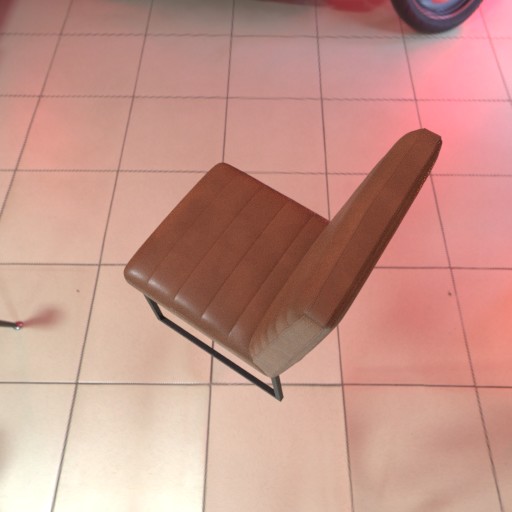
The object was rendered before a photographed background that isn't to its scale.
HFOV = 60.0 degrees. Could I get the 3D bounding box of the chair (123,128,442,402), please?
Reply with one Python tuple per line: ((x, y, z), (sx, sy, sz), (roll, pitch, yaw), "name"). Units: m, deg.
((0.000, 0.000, 1.300), (0.634, 0.930, 0.520), (30, 66, 15), "chair")
